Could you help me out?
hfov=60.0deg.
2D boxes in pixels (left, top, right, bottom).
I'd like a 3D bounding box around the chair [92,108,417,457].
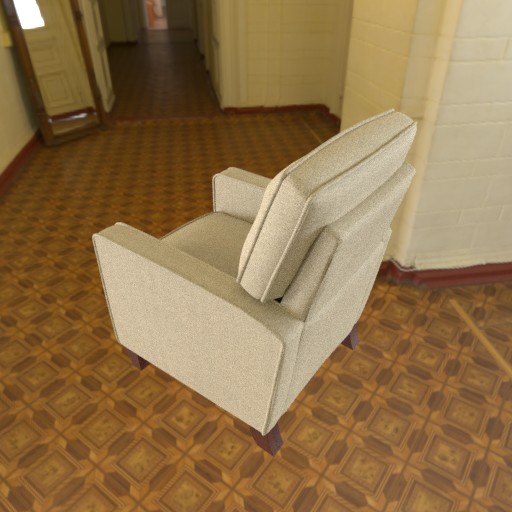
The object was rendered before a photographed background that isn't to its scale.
[{"bbox_3d":[0.000,0.000,1.393,0.754,0.888,0.648,21,39,29],"label":"chair"}]
